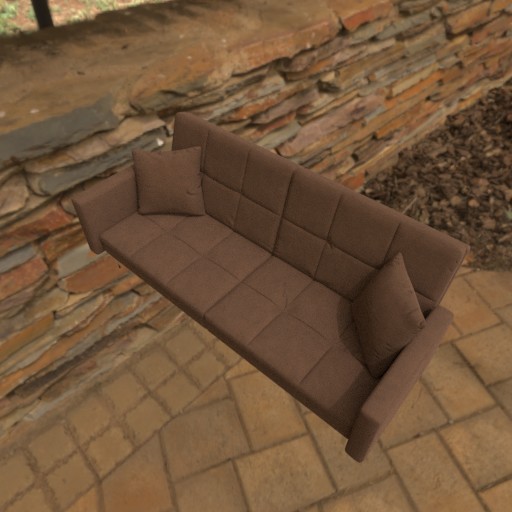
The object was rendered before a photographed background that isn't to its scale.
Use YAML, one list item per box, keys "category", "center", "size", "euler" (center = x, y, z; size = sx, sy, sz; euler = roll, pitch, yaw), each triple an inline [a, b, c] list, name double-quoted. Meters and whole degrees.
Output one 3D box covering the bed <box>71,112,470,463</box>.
- category: "bed"
  center: [0.000, 0.000, 2.302]
  size: [1.905, 0.787, 0.889]
  euler: [32, 54, 27]
